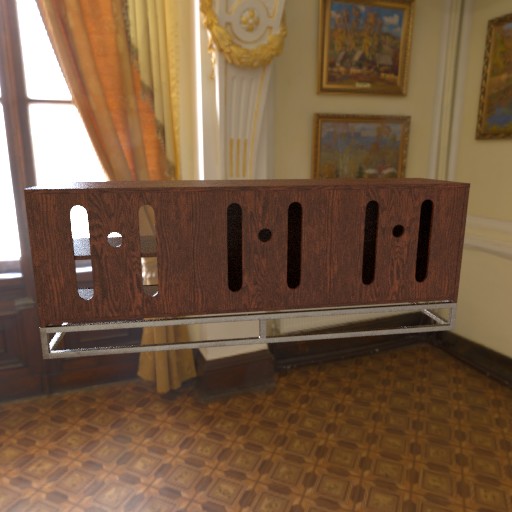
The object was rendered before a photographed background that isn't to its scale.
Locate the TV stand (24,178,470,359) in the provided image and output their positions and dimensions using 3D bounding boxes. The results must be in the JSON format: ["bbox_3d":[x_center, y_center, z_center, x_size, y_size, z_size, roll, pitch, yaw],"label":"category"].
[{"bbox_3d":[0.000,0.000,1.758,1.541,0.578,0.382,-2,13,-9],"label":"TV stand"}]
